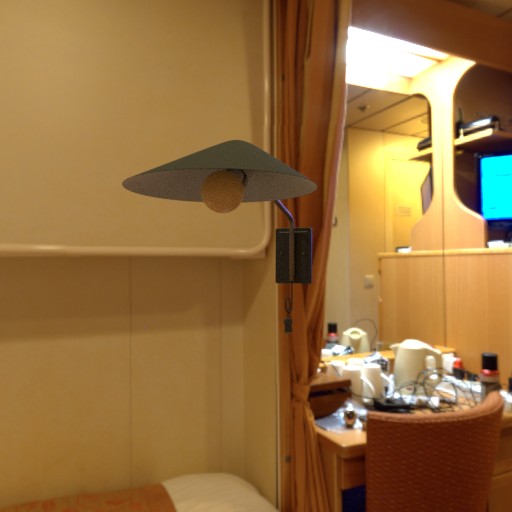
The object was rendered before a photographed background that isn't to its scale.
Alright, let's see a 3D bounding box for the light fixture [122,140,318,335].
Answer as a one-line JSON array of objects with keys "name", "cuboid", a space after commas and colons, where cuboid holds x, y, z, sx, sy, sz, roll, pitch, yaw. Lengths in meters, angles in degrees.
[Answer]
[{"name": "light fixture", "cuboid": [0.000, 0.000, 0.687, 0.240, 0.312, 0.516, 0, -1, 18]}]
